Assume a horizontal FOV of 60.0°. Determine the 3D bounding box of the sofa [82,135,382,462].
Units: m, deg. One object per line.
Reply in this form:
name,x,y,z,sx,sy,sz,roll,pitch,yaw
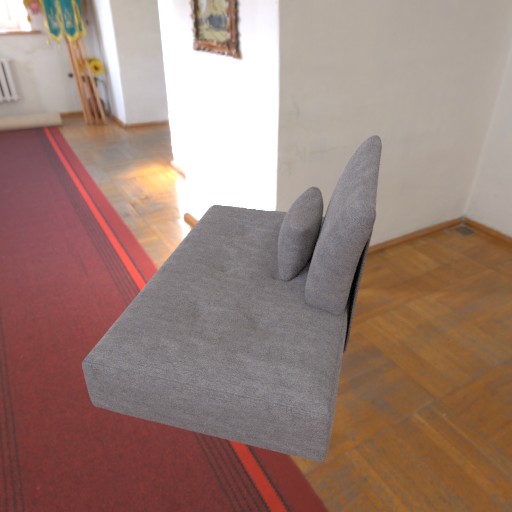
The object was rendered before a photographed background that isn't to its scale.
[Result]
sofa,0.000,0.000,2.060,1.002,0.820,1.450,8,33,13
